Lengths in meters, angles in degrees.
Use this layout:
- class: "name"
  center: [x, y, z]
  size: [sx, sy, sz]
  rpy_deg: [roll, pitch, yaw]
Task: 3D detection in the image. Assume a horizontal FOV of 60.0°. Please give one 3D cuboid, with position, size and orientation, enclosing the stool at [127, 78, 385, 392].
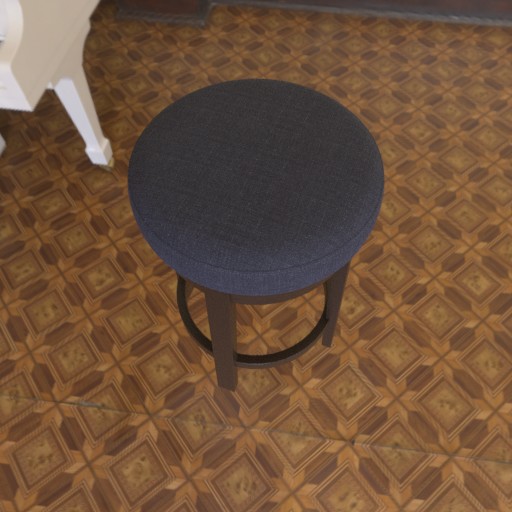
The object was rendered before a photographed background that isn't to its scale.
- class: "stool"
  center: [0.000, 0.000, 0.987]
  size: [0.449, 0.655, 0.449]
  rpy_deg: [0, 59, 0]
